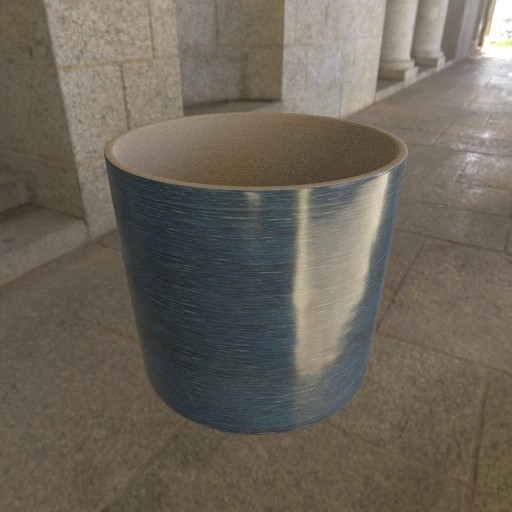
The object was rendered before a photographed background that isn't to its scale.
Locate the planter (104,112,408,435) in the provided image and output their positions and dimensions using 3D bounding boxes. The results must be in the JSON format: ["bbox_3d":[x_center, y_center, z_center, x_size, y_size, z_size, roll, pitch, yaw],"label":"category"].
[{"bbox_3d":[0.000,0.000,0.385,0.221,0.201,0.221,0,28,0],"label":"planter"}]
